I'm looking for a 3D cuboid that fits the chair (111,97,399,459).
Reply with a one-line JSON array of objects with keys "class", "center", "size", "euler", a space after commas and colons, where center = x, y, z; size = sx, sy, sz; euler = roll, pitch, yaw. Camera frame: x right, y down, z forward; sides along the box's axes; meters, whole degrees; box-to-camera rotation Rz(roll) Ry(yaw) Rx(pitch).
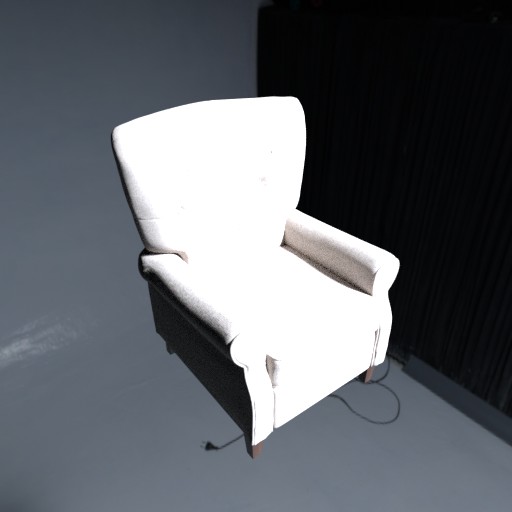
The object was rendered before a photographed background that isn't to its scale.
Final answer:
[{"class": "chair", "center": [0.000, 0.000, 1.969], "size": [0.942, 1.209, 1.025], "euler": [-21, 37, -31]}]
